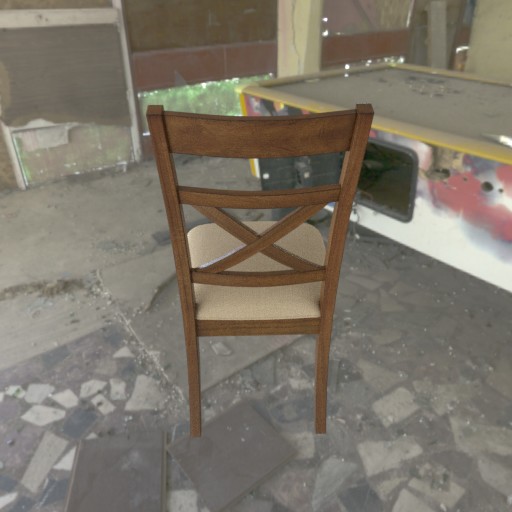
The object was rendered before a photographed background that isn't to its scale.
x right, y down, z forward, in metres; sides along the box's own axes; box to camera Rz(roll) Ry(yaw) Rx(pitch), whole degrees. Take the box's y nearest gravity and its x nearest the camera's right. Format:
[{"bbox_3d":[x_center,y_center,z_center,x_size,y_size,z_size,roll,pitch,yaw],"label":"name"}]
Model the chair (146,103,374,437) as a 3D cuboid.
[{"bbox_3d":[0.000,0.000,1.268,0.461,0.949,0.581,-1,31,-2],"label":"chair"}]
